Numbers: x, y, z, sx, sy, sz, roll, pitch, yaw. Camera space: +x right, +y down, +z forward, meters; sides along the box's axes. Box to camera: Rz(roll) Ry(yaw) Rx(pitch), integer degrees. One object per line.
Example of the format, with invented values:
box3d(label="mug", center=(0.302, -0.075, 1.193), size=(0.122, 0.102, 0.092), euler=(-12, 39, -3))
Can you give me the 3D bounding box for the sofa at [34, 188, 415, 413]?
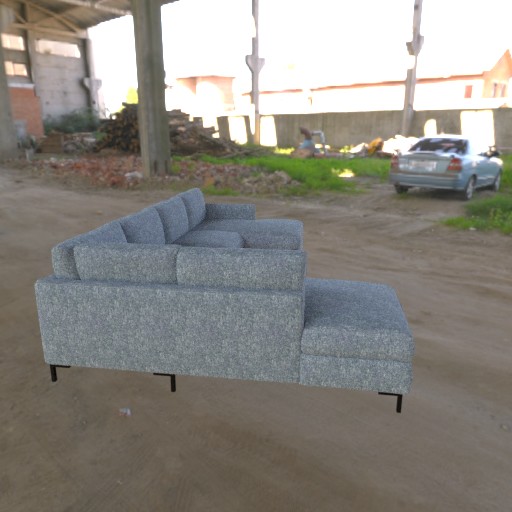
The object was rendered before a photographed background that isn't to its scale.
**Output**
box3d(label="sofa", center=(0.000, 0.000, 3.412), size=(1.879, 0.756, 2.737), euler=(2, 16, 8))
